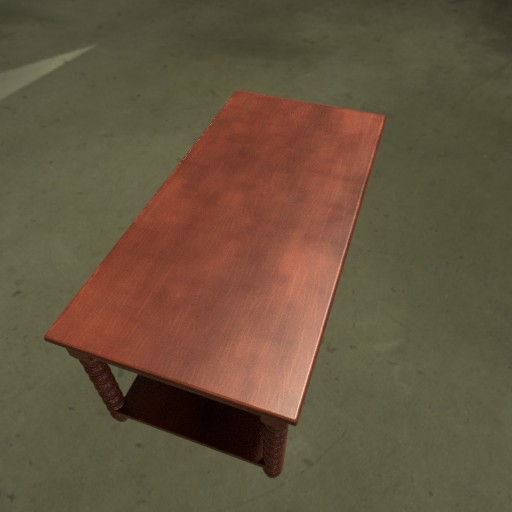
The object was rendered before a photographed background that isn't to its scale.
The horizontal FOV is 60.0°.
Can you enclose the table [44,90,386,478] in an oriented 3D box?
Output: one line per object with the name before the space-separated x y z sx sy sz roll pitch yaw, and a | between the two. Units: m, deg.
table | 0.000 0.000 1.441 0.580 0.485 1.171 14 49 13
